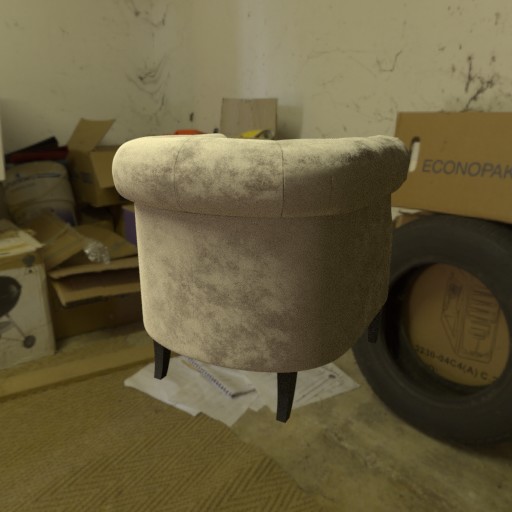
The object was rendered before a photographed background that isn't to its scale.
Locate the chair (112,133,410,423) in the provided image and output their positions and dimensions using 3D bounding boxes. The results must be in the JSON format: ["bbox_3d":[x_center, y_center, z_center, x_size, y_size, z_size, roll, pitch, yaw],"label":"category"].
[{"bbox_3d":[0.000,0.000,1.566,0.904,0.826,0.851,9,19,28],"label":"chair"}]
